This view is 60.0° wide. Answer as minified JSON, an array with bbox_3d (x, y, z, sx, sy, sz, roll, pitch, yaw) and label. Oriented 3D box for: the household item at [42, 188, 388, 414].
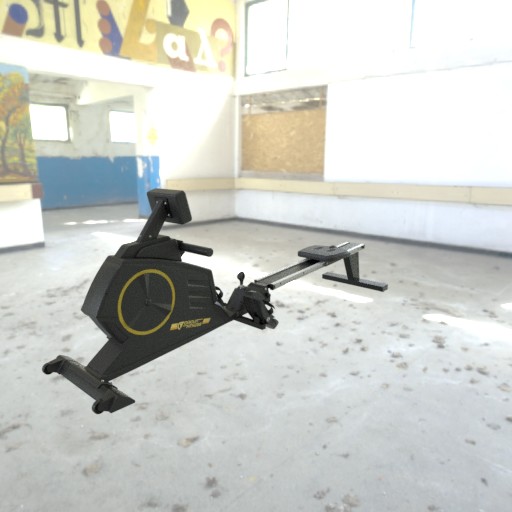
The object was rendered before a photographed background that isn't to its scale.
[{"bbox_3d":[0.000,0.000,2.511,0.521,0.810,2.251,12,17,42],"label":"household item"}]
